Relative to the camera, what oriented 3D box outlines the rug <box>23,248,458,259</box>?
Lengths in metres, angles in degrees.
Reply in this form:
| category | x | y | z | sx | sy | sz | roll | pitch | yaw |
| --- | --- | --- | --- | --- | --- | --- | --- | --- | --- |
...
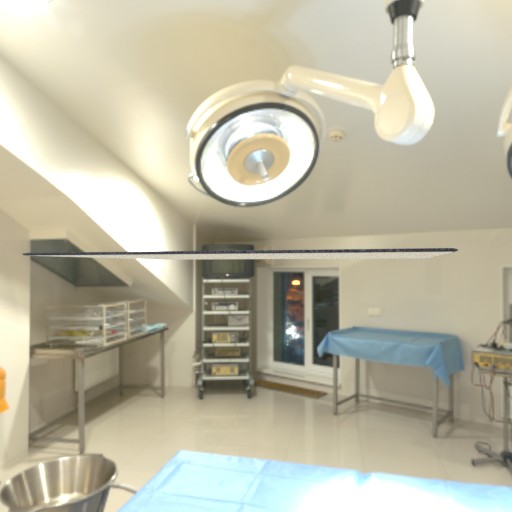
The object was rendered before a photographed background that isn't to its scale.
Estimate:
| category | x | y | z | sx | sy | sz | roll | pitch | yaw |
| --- | --- | --- | --- | --- | --- | --- | --- | --- | --- |
| rug | 0.000 | 0.000 | 4.195 | 3.245 | 0.024 | 2.385 | 0 | -1 | 17 |
